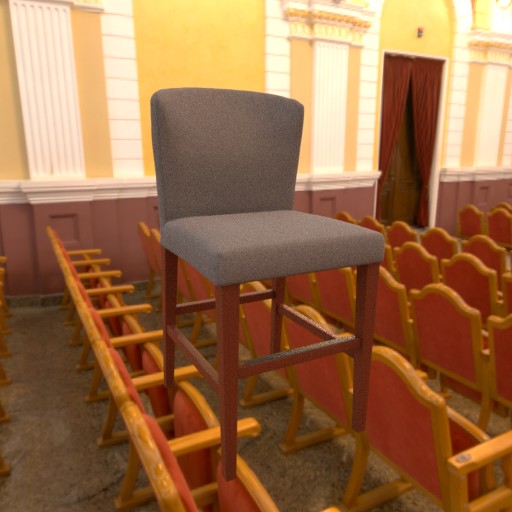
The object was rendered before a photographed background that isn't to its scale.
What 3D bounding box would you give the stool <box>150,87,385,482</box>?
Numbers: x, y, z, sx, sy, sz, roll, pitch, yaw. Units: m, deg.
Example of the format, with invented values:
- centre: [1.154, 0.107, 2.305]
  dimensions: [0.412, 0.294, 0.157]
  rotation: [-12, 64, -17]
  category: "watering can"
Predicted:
- centre: [0.000, 0.000, 1.276]
  dimensions: [0.481, 0.968, 0.568]
  rotation: [-7, 15, -27]
  category: "stool"
